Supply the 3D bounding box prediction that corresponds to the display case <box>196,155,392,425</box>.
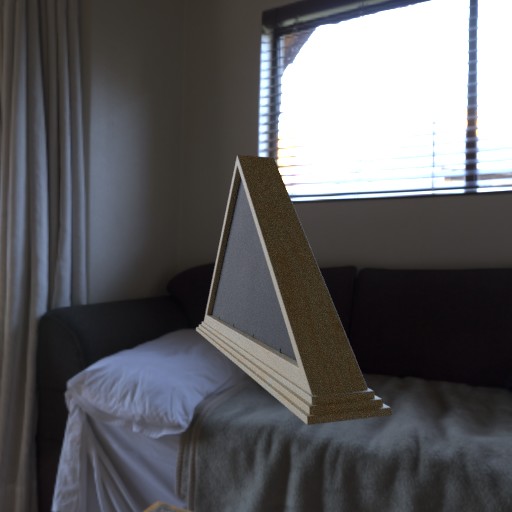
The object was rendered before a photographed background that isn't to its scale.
[{"bbox_3d":[0.000,0.000,0.753,0.095,0.340,0.640,0,-1,-17],"label":"display case"}]
